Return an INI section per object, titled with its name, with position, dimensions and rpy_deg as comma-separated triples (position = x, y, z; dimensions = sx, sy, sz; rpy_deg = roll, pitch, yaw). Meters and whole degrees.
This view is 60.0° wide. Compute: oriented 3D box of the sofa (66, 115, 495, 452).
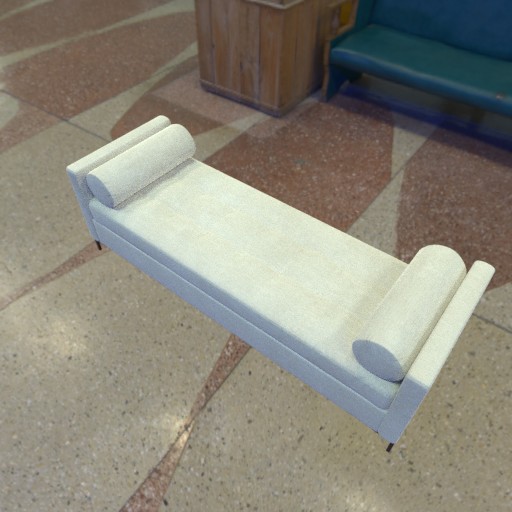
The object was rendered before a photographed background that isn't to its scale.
[sofa]
position = 0.000, 0.000, 2.267
dimensions = 1.981, 0.635, 0.686
rpy_deg = 30, 54, 25
